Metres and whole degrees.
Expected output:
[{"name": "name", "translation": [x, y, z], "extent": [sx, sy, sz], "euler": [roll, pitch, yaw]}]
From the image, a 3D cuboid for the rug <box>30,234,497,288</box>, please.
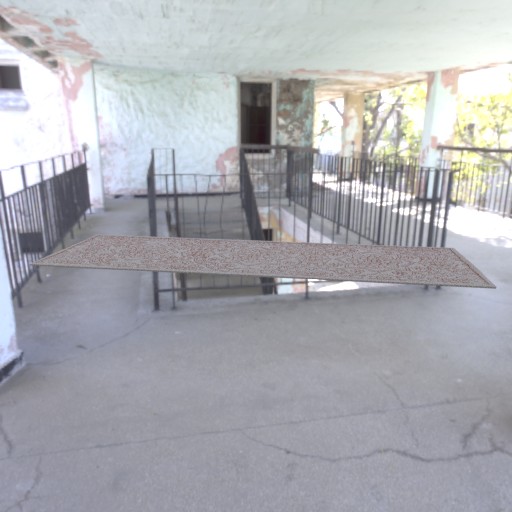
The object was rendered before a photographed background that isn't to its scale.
[{"name": "rug", "translation": [0.000, 0.000, 2.651], "extent": [2.448, 0.012, 0.769], "euler": [2, 15, 9]}]
